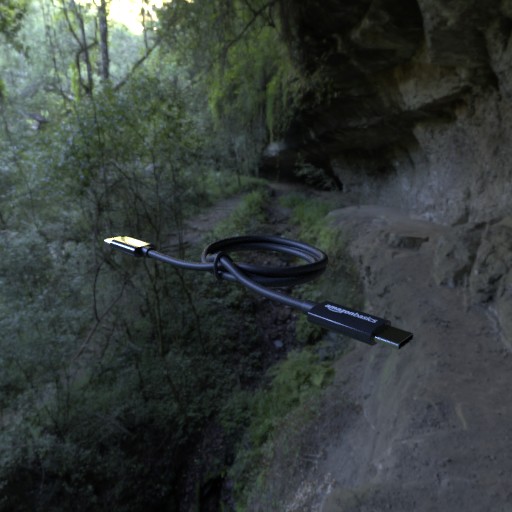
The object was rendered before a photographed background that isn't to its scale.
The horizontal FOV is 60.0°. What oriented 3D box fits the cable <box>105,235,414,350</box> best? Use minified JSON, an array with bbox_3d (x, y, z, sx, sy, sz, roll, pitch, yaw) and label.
[{"bbox_3d":[0.000,0.000,0.221,0.186,0.014,0.070,15,22,42],"label":"cable"}]
